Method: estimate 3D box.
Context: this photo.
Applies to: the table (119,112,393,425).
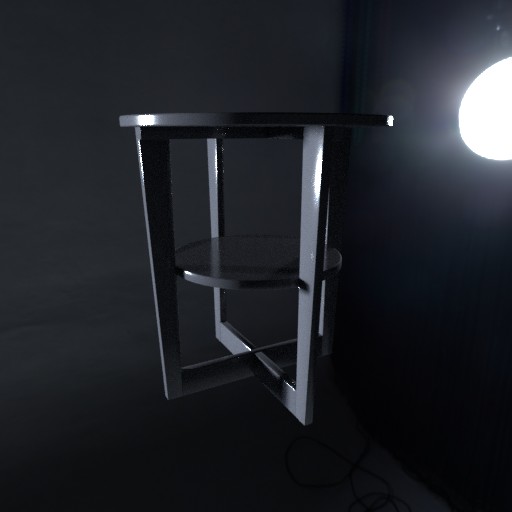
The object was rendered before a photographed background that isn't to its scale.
[{"bbox_3d":[0.000,0.000,0.920,0.500,0.550,0.500,0,16,0],"label":"table"}]
